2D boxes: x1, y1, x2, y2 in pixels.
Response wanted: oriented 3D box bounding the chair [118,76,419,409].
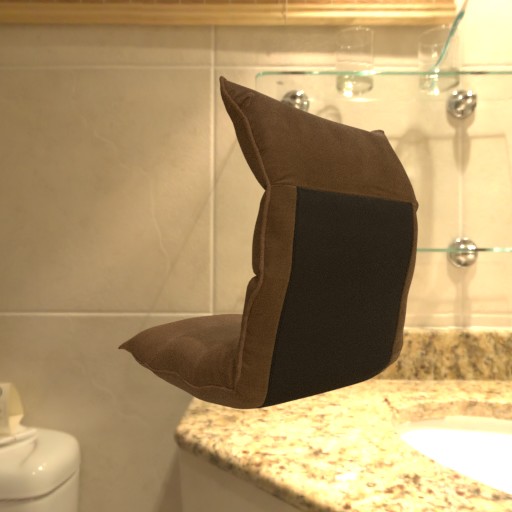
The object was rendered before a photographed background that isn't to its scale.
[{"bbox_3d":[0.000,0.000,1.586,0.714,0.892,0.985,1,-1,-36],"label":"chair"}]
